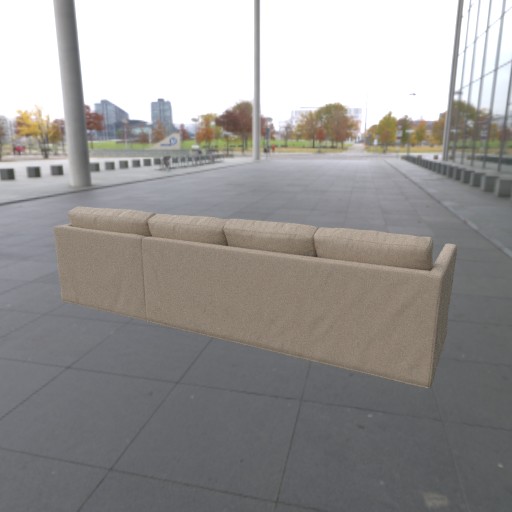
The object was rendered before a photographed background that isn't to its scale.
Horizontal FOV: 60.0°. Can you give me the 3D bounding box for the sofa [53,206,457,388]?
[{"bbox_3d":[0.000,0.000,3.880,3.177,0.867,1.622,7,16,27],"label":"sofa"}]
